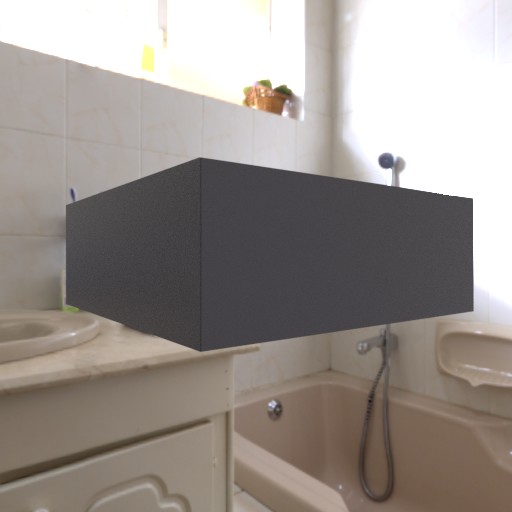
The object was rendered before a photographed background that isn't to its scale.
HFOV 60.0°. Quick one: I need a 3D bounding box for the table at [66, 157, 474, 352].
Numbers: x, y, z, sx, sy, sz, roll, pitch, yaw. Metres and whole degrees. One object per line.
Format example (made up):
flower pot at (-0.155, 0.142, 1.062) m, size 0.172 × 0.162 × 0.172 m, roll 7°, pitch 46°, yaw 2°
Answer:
table at (0.000, 0.000, 1.223) m, size 0.801 × 0.299 × 0.801 m, roll 0°, pitch 0°, yaw -37°
